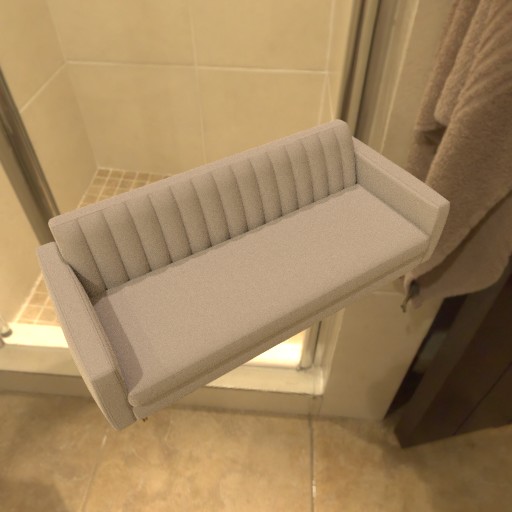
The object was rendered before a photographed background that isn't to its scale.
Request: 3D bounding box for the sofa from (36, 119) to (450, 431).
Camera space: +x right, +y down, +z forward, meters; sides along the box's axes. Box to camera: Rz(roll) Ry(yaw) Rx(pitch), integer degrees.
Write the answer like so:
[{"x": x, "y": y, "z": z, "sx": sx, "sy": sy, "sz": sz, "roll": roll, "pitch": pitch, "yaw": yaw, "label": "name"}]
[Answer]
[{"x": 0.000, "y": 0.000, "z": 2.700, "sx": 2.291, "sy": 0.821, "sz": 0.990, "roll": -24, "pitch": 51, "yaw": -22, "label": "sofa"}]
